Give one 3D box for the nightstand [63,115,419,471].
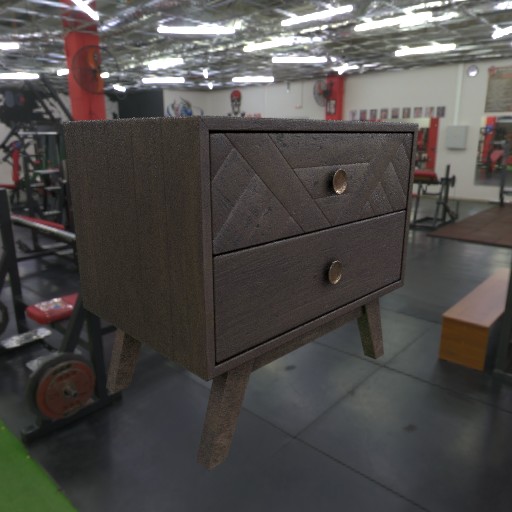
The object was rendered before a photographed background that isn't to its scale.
[{"bbox_3d":[0.000,0.000,1.038,0.450,0.599,0.650,15,21,43],"label":"nightstand"}]
